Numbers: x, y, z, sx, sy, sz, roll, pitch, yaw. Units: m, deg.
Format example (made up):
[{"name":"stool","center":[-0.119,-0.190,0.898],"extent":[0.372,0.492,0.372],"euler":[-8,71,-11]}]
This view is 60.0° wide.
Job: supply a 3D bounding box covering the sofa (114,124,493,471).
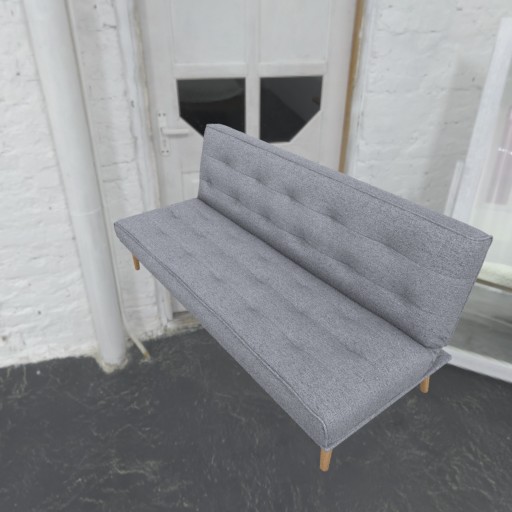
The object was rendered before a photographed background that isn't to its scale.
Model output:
[{"name":"sofa","center":[0.000,0.000,2.214],"extent":[0.810,0.830,1.820],"euler":[-22,38,-31]}]
